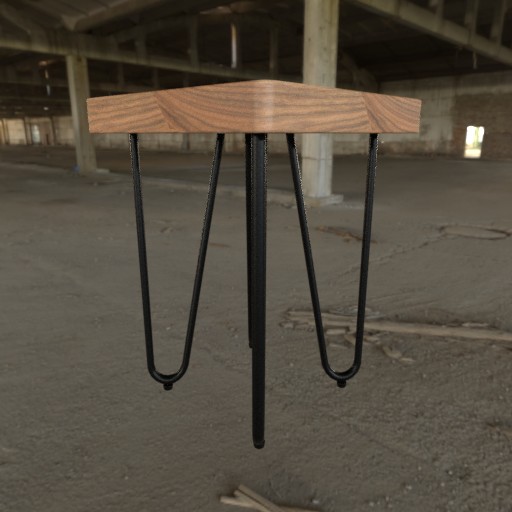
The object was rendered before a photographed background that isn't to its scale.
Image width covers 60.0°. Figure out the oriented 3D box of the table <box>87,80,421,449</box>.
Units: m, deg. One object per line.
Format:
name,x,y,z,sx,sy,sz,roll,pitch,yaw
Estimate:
table,0.000,0.000,0.959,0.479,0.641,0.480,14,21,41
